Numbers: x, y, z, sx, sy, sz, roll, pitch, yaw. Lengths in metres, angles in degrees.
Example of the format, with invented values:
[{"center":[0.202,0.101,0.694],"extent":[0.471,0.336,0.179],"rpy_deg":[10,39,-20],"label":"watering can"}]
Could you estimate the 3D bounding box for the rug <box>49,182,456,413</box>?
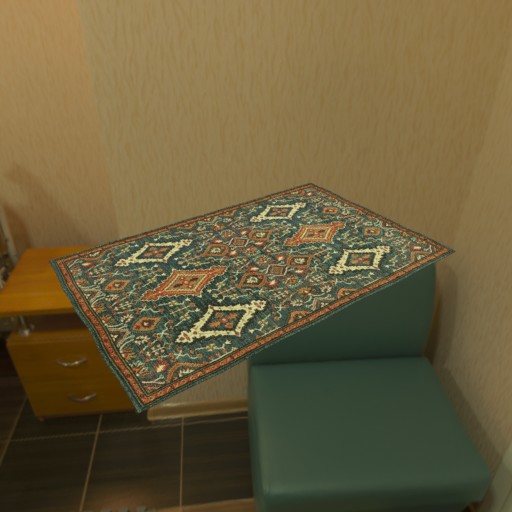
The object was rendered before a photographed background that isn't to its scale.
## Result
[{"center":[0.000,0.000,4.314],"extent":[3.371,0.008,2.190],"rpy_deg":[-21,37,-30],"label":"rug"}]
